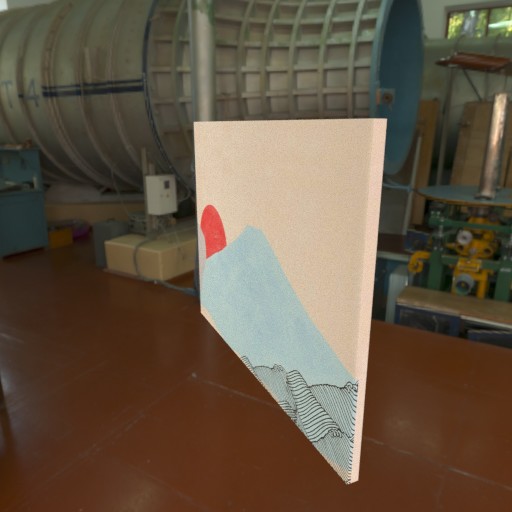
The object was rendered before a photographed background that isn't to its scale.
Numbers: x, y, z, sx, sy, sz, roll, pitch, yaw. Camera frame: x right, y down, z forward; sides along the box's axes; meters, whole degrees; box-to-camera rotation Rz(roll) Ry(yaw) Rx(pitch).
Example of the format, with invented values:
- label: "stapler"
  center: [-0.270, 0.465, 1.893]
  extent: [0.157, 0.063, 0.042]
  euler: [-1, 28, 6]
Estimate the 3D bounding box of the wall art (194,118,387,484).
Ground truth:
- label: "wall art"
  center: [0.000, 0.000, 1.564]
  extent: [0.042, 0.912, 1.219]
  euler: [-8, 18, -24]
